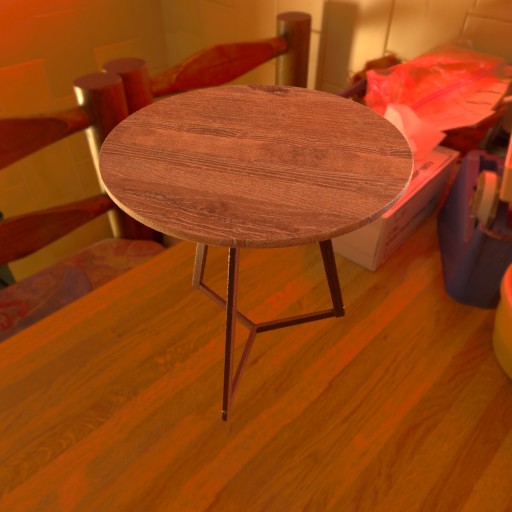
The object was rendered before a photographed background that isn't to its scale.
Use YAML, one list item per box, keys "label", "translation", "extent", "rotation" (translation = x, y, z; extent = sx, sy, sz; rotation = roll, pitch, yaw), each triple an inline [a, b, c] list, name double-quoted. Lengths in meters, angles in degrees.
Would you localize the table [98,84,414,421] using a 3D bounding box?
- label: "table"
  translation: [0.000, 0.000, 0.891]
  extent: [0.500, 0.500, 0.500]
  rotation: [0, 42, 0]
